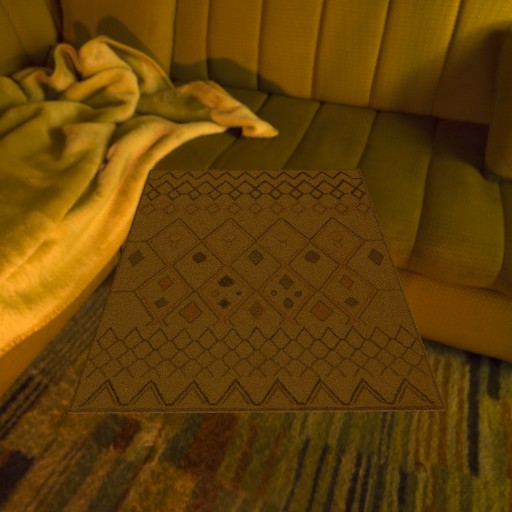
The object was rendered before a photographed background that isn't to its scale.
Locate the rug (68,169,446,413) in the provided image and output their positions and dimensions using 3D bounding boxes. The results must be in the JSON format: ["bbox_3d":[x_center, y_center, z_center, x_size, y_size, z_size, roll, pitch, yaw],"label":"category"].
[{"bbox_3d":[0.000,0.000,3.999,2.441,0.016,3.050,0,41,0],"label":"rug"}]
